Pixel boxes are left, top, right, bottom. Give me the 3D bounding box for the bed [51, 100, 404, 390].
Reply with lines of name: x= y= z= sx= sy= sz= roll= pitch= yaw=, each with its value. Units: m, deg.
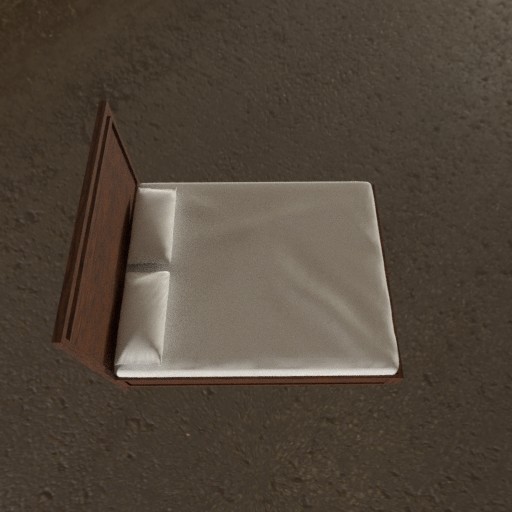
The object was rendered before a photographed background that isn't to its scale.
bed: x=0.000 y=0.000 z=3.443 sx=2.218 sy=1.487 sz=1.765 roll=0 pitch=64 yaw=0
